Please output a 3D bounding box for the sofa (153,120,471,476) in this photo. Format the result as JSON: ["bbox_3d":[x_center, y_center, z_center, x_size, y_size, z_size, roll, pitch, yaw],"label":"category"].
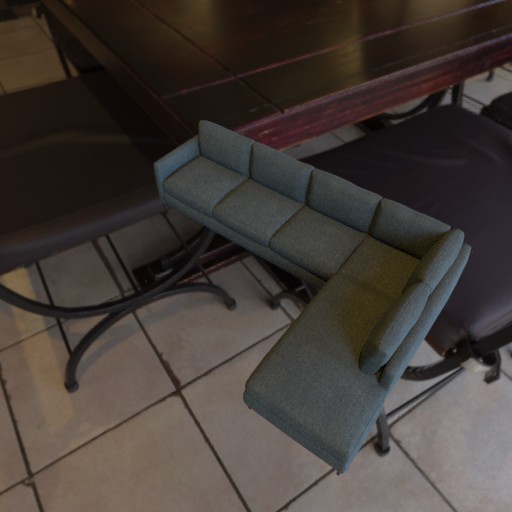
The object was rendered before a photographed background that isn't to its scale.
[{"bbox_3d":[0.000,0.000,3.790,2.949,0.815,2.007,30,54,24],"label":"sofa"}]
